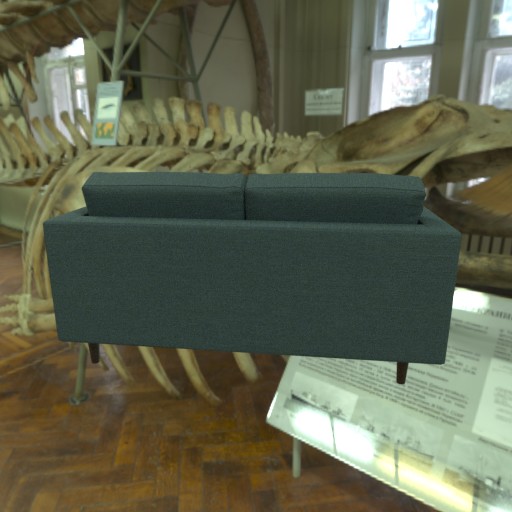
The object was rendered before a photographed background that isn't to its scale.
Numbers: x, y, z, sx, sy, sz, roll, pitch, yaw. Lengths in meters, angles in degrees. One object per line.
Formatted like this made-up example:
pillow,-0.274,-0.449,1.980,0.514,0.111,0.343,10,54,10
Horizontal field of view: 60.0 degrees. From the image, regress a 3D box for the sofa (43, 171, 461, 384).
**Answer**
sofa,0.000,0.000,2.274,1.659,0.907,0.999,2,16,7
